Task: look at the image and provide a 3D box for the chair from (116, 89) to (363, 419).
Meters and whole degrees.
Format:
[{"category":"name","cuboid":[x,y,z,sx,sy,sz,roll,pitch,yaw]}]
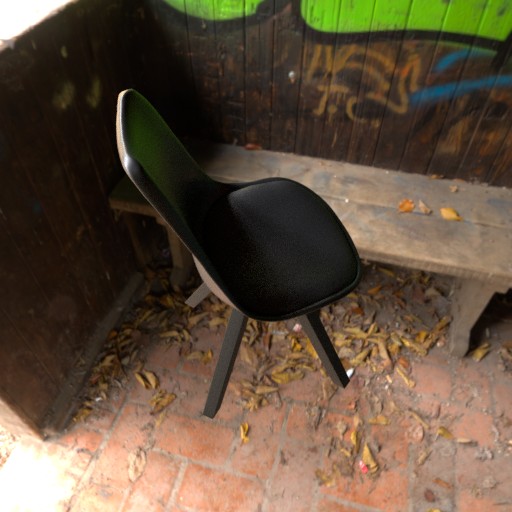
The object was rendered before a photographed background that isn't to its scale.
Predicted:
[{"category":"chair","cuboid":[0.000,0.000,1.160,0.530,0.850,0.485,-10,49,-9]}]
